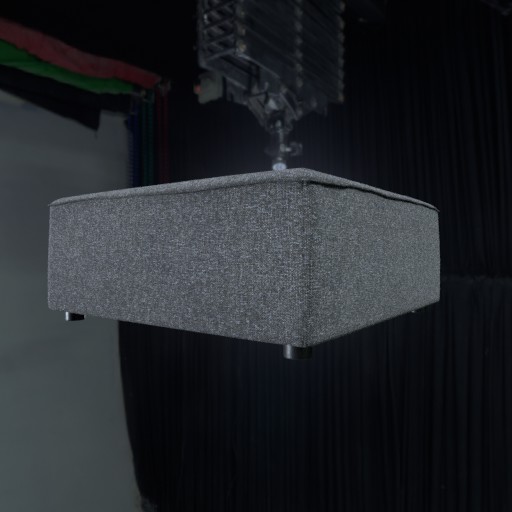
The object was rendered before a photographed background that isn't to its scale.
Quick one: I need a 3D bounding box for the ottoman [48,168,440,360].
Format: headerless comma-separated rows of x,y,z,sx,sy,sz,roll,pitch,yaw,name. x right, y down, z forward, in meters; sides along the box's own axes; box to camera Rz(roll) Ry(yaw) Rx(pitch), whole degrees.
0.000,0.000,1.568,1.021,0.423,1.017,1,1,37,ottoman
